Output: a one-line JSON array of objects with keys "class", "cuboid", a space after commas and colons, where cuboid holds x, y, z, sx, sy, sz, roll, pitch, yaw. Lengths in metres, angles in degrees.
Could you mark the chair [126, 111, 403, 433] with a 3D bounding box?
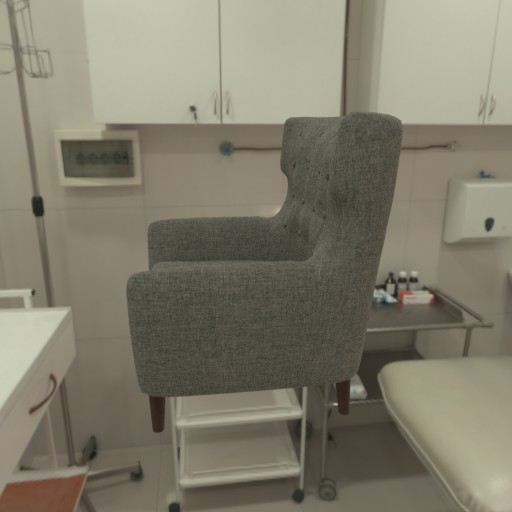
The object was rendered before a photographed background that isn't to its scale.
[{"class": "chair", "cuboid": [0.000, 0.000, 1.748, 0.904, 1.063, 0.878, -2, 16, -8]}]
